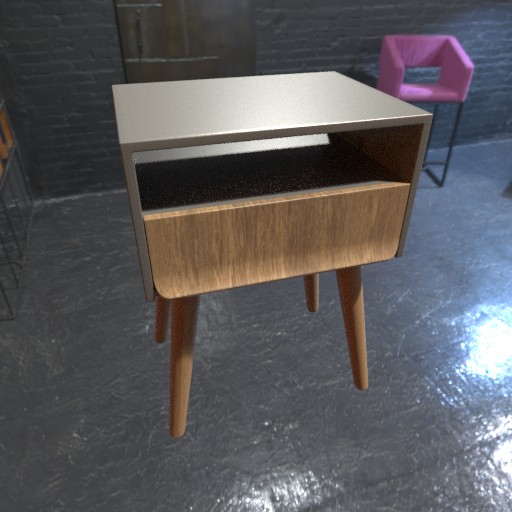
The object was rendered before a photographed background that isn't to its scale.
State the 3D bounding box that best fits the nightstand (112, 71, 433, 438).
[{"bbox_3d":[0.000,0.000,0.738,0.370,0.508,0.288,-9,34,-14],"label":"nightstand"}]
